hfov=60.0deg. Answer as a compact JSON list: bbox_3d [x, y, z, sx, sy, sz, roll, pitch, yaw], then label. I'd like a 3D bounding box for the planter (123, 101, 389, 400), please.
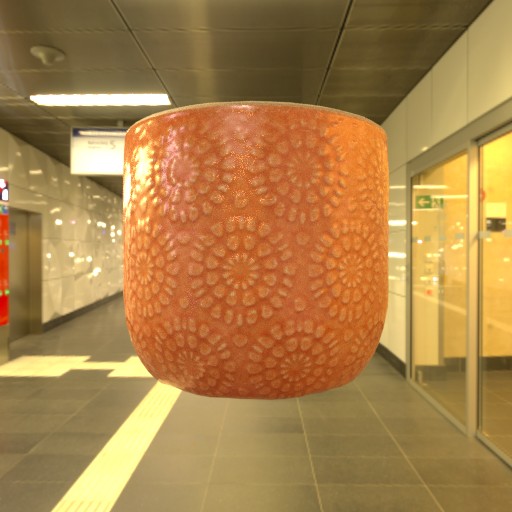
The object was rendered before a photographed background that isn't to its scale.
[{"bbox_3d":[0.000,0.000,0.287,0.170,0.152,0.170,0,0,0],"label":"planter"}]
